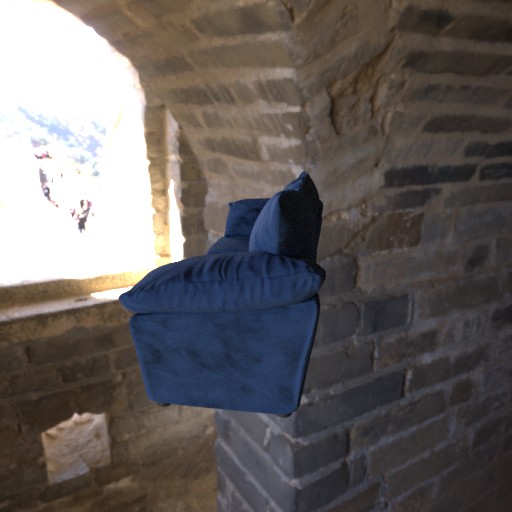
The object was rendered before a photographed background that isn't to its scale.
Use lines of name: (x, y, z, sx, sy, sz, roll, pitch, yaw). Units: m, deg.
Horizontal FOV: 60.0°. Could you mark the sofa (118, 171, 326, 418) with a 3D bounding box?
sofa: (0.000, 0.000, 2.982, 0.907, 1.091, 2.390, 2, 15, 8)
